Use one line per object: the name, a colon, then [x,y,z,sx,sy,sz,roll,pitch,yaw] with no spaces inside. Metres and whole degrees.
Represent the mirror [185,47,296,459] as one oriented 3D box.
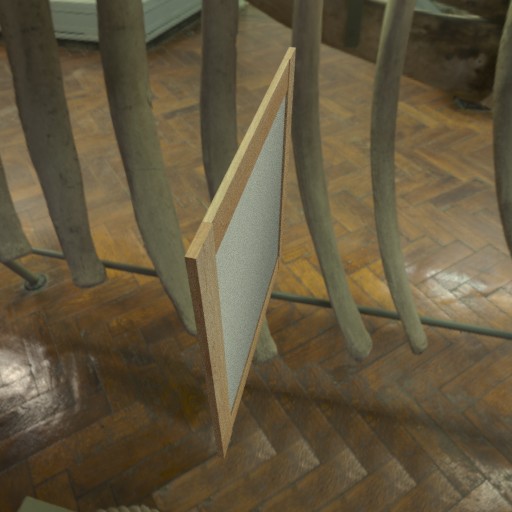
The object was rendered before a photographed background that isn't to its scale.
mirror: [0.000,0.000,1.202,0.020,0.800,0.800,10,47,10]
